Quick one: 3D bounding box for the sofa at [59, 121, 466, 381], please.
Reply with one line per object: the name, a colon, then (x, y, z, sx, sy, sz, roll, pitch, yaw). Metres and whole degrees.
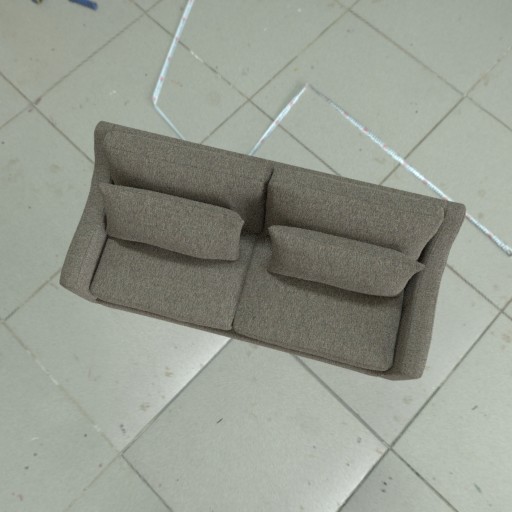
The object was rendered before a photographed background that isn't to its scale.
sofa: (0.000, 0.000, 2.988, 2.418, 0.998, 1.103, 14, 75, 4)
